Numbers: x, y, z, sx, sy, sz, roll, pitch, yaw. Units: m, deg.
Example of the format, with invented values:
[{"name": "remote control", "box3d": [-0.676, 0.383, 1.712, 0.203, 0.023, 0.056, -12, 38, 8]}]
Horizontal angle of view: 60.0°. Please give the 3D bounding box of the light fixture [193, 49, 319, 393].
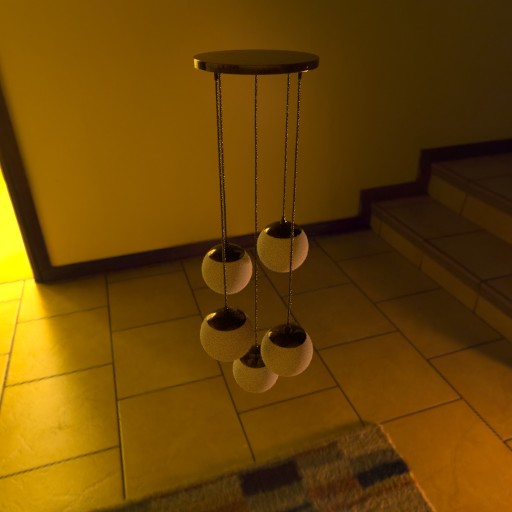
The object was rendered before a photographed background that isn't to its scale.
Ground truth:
[{"name": "light fixture", "box3d": [0.000, 0.000, 1.537, 0.489, 1.271, 0.484, -22, 37, -33]}]
